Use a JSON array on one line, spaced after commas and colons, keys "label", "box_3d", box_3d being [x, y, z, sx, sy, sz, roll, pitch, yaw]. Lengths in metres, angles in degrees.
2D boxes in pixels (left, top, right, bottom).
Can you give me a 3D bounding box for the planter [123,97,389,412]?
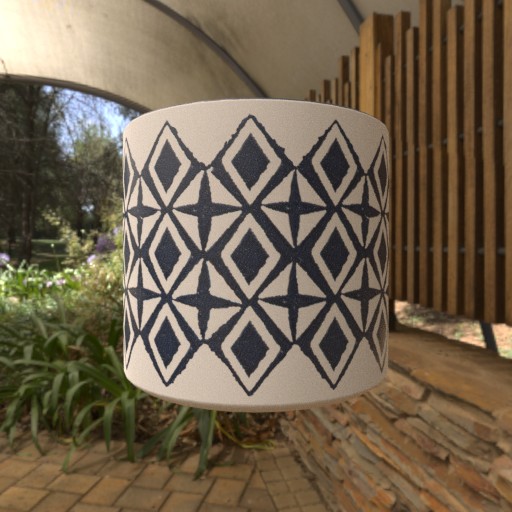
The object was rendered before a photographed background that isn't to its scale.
[{"label": "planter", "box_3d": [0.000, 0.000, 0.390, 0.224, 0.203, 0.224, 0, 1, 0]}]
